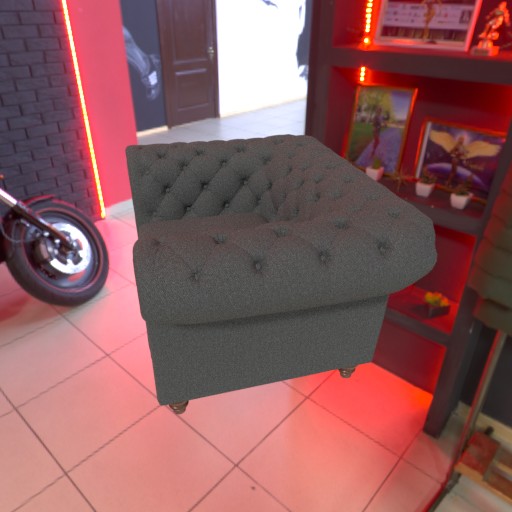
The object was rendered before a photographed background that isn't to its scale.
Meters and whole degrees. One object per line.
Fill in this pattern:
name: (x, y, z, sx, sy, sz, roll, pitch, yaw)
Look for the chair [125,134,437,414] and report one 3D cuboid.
chair: (0.000, 0.000, 1.915, 0.976, 0.770, 1.270, -8, 31, -13)
